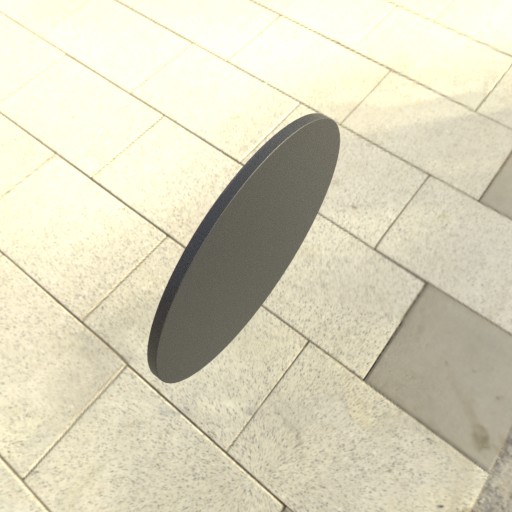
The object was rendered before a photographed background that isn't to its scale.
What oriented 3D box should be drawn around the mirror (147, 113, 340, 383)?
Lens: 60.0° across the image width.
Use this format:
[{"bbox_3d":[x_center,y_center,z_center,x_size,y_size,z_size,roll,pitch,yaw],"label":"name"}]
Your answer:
[{"bbox_3d":[0.000,0.000,1.617,0.036,1.077,1.077,33,68,15],"label":"mirror"}]
